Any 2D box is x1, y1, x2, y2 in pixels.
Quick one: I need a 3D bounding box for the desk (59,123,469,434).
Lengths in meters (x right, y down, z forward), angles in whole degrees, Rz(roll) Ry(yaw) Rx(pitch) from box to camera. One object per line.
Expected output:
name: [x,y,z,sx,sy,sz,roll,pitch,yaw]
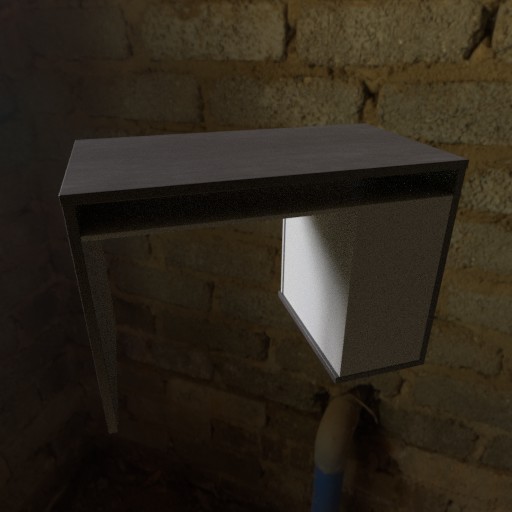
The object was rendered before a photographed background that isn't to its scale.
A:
desk: [0.000,0.000,1.556,1.100,0.750,0.600,-8,28,-15]
